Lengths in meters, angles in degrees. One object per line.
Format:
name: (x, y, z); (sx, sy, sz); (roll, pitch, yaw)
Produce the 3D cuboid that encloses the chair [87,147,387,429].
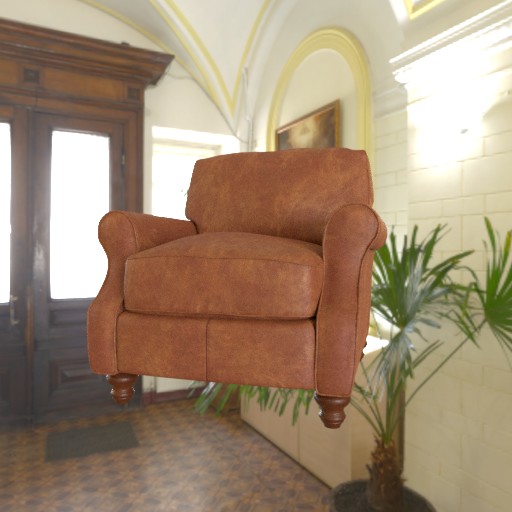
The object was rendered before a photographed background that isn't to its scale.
chair: (0.000, 0.000, 1.737); (0.983, 0.962, 0.986); (0, 0, 17)
